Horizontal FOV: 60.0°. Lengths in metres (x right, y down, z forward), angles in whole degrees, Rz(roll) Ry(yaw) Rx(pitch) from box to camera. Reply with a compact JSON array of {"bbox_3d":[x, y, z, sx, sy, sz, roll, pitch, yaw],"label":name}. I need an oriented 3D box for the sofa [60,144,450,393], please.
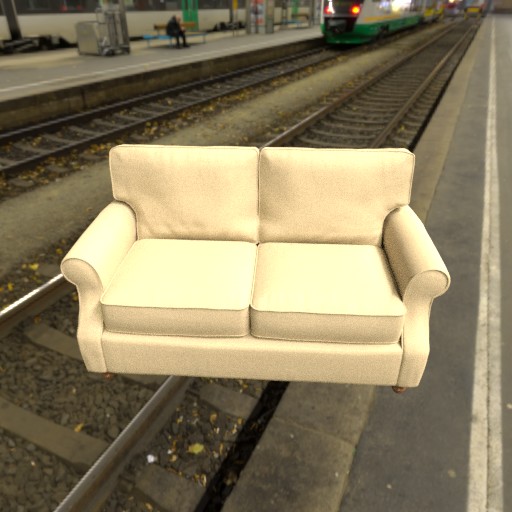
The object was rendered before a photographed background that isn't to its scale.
[{"bbox_3d":[0.000,0.000,2.206,1.665,0.937,0.964,2,30,3],"label":"sofa"}]
